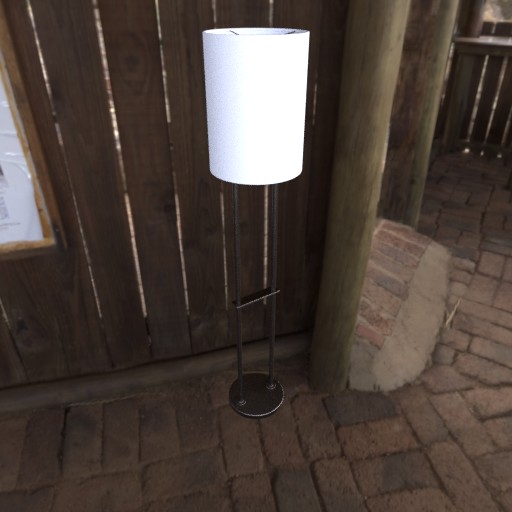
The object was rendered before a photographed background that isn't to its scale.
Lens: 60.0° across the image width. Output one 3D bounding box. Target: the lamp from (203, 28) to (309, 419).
[{"bbox_3d":[0.000,0.000,1.655,0.306,1.500,0.305,-19,35,-29],"label":"lamp"}]
